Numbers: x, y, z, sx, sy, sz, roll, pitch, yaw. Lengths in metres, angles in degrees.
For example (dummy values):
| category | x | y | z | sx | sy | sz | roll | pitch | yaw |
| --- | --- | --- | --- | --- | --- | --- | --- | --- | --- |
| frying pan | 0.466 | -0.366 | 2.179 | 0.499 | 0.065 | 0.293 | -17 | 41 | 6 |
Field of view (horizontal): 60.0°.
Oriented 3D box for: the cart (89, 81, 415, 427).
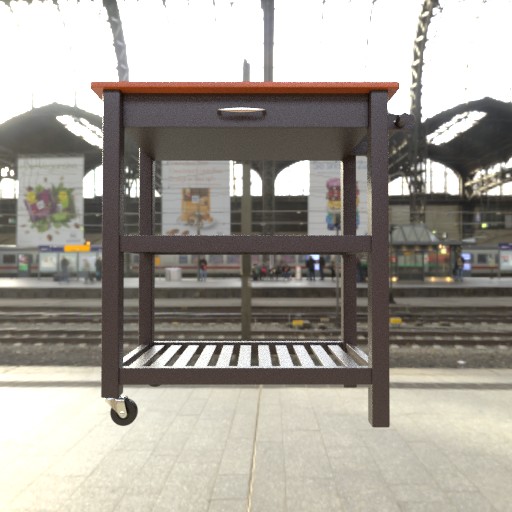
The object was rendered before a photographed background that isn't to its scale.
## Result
| category | x | y | z | sx | sy | sz | roll | pitch | yaw |
| --- | --- | --- | --- | --- | --- | --- | --- | --- | --- |
| cart | 0.000 | 0.000 | 1.406 | 0.899 | 0.927 | 0.457 | 0 | -1 | 0 |
